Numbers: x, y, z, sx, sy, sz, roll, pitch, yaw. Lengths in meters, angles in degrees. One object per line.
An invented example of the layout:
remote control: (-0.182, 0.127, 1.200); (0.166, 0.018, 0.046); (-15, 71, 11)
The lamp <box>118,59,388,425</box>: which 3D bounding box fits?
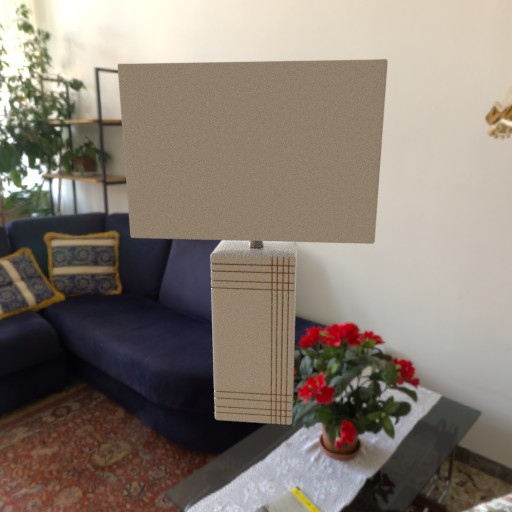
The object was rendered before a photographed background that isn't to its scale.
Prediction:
lamp: (0.000, 0.000, 0.699); (0.334, 0.543, 0.182); (2, 15, 6)
